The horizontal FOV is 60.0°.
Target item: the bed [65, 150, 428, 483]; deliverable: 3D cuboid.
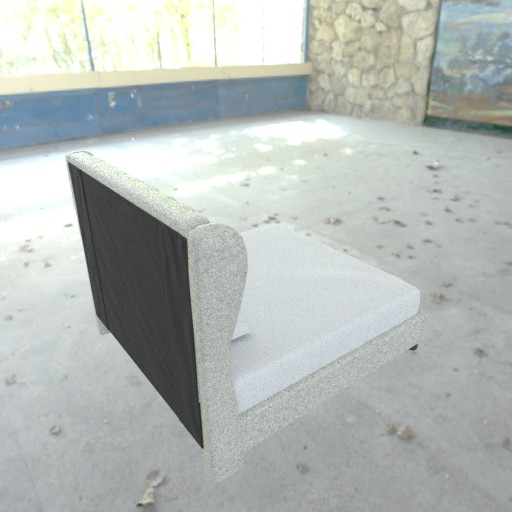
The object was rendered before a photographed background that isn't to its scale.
[{"bbox_3d":[0.000,0.000,3.877,2.347,1.771,2.219,-19,32,-33],"label":"bed"}]
